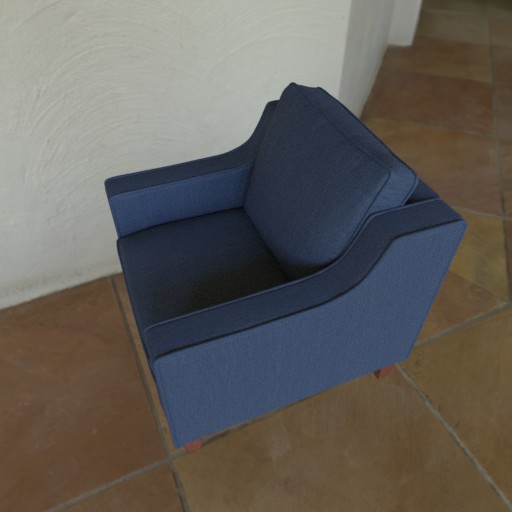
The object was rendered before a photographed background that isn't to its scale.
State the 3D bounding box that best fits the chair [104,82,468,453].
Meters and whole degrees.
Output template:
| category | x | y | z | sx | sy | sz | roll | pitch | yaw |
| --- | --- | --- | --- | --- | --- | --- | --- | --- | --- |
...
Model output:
| category | x | y | z | sx | sy | sz | roll | pitch | yaw |
| --- | --- | --- | --- | --- | --- | --- | --- | --- | --- |
| chair | 0.000 | 0.000 | 1.575 | 0.909 | 0.960 | 0.831 | -16 | 47 | -15 |
